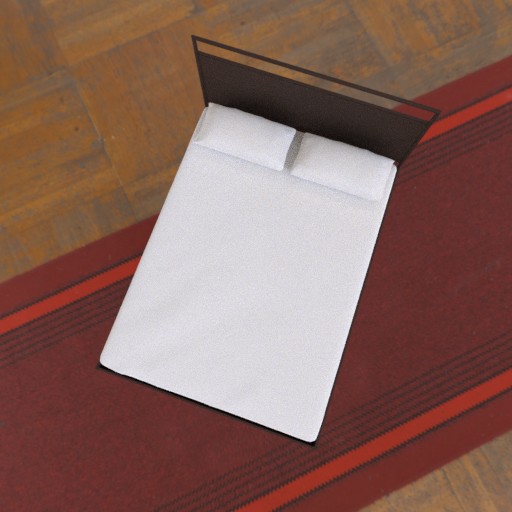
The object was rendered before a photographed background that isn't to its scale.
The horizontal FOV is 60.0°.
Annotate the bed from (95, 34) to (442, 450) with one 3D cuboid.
[{"bbox_3d":[0.000,0.000,2.996,1.572,1.173,2.122,19,77,4],"label":"bed"}]
